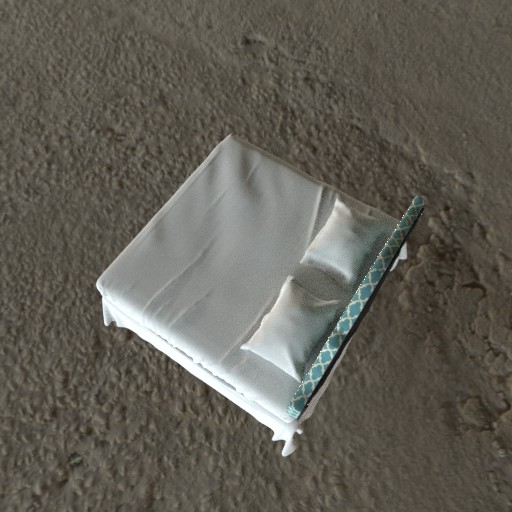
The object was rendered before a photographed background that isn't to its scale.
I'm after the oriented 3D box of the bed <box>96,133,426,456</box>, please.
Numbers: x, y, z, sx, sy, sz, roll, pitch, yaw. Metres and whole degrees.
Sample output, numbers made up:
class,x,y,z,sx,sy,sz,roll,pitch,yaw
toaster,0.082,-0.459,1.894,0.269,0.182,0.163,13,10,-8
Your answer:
class,x,y,z,sx,sy,sz,roll,pitch,yaw
bed,0.000,0.000,3.818,2.222,1.601,2.314,31,67,15
